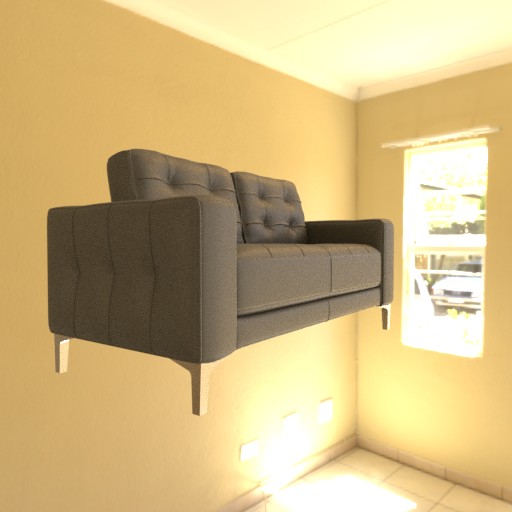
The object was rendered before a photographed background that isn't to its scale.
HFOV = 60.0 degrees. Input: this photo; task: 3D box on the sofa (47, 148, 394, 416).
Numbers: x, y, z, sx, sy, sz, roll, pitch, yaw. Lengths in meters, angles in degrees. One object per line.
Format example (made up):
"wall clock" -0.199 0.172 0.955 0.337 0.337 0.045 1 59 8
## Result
"sofa" 0.000 0.000 2.180 0.833 0.892 1.726 1 2 36
